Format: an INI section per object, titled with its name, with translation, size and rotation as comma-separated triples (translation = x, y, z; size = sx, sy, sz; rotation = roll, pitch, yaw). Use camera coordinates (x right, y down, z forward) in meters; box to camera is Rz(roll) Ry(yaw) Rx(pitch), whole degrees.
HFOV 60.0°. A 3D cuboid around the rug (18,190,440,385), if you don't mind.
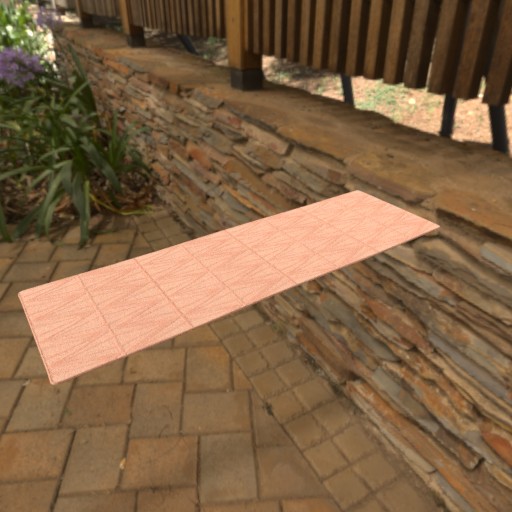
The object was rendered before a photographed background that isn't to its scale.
[rug]
translation = 0.000, 0.000, 2.583
size = 2.435, 0.015, 0.760
rotation = -19, 36, -29
